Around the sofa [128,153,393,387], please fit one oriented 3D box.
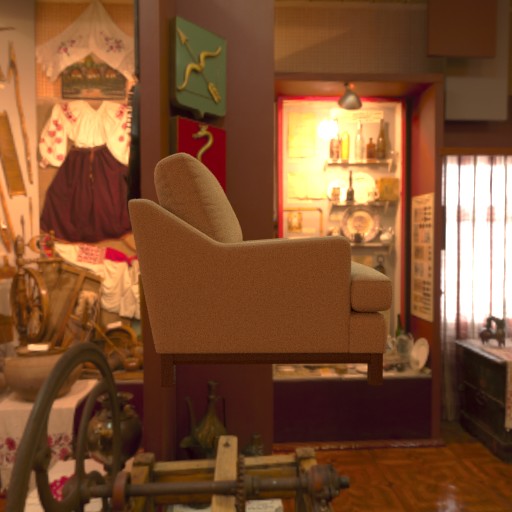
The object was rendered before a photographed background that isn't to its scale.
[{"bbox_3d":[0.000,0.000,2.799,1.000,0.913,2.321,0,2,-1],"label":"sofa"}]
